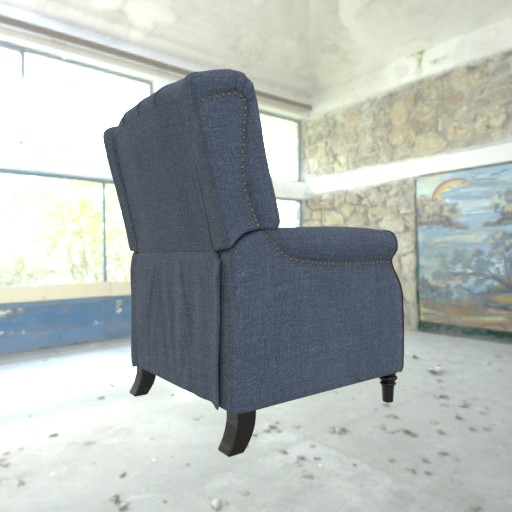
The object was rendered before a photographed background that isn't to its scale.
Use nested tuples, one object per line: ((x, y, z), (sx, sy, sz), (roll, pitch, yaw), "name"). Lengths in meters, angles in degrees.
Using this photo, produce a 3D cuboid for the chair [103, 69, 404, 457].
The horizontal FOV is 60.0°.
((0.000, 0.000, 1.596), (0.898, 1.035, 0.742), (0, 0, -37), "chair")
